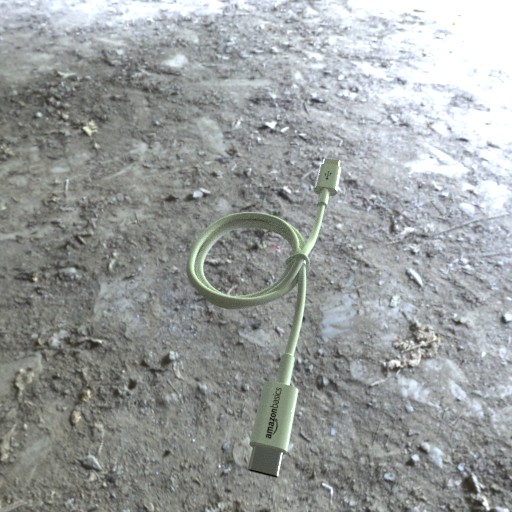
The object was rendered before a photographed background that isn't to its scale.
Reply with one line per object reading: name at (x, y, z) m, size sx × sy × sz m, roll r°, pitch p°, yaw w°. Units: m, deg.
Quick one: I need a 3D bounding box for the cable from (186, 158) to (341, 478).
cable at (0.000, 0.000, 0.228) m, size 0.070 × 0.014 × 0.203 m, roll 10°, pitch 46°, yaw 9°
